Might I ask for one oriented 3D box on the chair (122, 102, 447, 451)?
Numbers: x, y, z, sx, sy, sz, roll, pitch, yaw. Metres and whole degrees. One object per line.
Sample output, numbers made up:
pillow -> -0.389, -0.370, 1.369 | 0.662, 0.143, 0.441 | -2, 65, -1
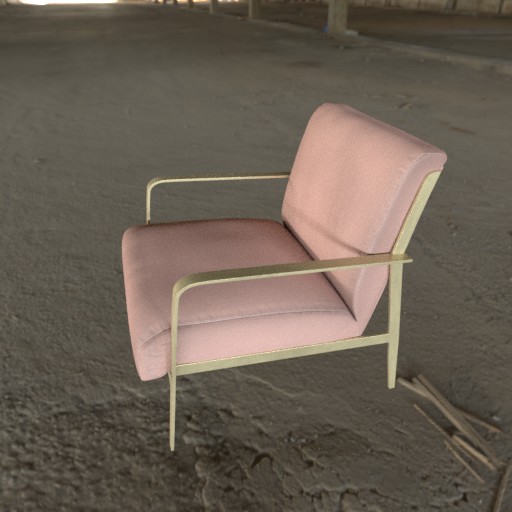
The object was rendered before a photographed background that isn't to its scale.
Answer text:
chair -> 0.000, 0.000, 1.456 | 0.848, 0.823, 0.701 | -9, 32, -15
